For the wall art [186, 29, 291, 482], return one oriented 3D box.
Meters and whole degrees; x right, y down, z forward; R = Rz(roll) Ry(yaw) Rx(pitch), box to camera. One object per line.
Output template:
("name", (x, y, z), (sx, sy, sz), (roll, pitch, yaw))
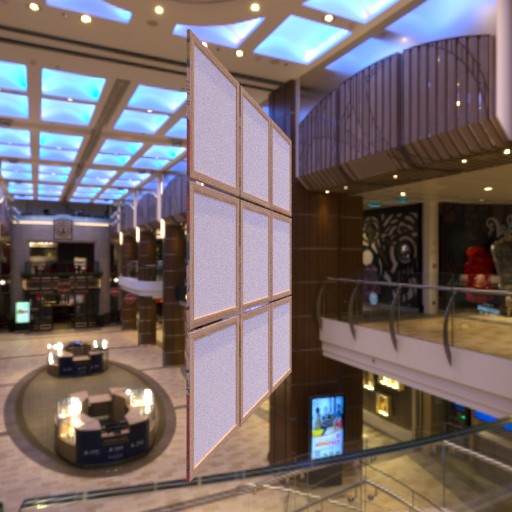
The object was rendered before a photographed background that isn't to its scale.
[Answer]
("wall art", (0.000, 0.000, 2.224), (0.013, 1.534, 1.519), (0, 0, 18))
